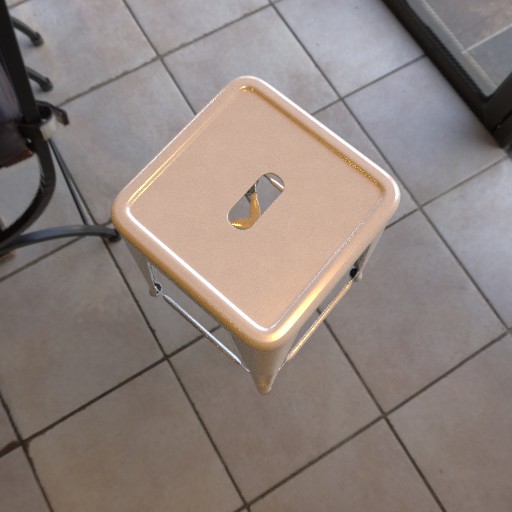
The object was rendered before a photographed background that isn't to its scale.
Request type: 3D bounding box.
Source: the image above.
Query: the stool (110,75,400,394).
[{"bbox_3d":[0.000,0.000,0.873,0.406,0.610,0.406,40,79,9],"label":"stool"}]
